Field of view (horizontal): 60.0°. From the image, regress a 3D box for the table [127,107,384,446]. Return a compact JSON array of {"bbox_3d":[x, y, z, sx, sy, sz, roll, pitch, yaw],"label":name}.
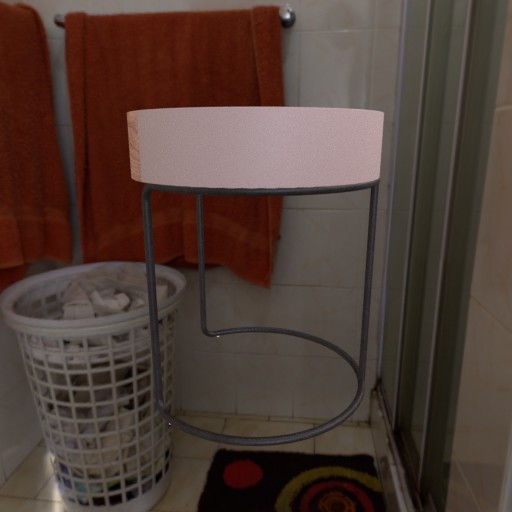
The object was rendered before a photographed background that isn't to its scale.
[{"bbox_3d":[0.000,0.000,0.870,0.450,0.530,0.450,0,15,0],"label":"table"}]
